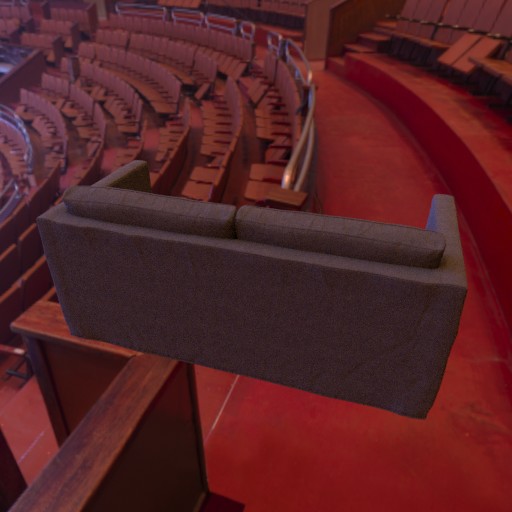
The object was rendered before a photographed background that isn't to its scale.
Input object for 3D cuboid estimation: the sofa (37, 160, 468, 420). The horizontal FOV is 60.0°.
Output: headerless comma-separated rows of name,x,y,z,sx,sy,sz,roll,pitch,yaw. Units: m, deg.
sofa,0.000,0.000,2.409,1.982,0.855,0.953,9,32,15
